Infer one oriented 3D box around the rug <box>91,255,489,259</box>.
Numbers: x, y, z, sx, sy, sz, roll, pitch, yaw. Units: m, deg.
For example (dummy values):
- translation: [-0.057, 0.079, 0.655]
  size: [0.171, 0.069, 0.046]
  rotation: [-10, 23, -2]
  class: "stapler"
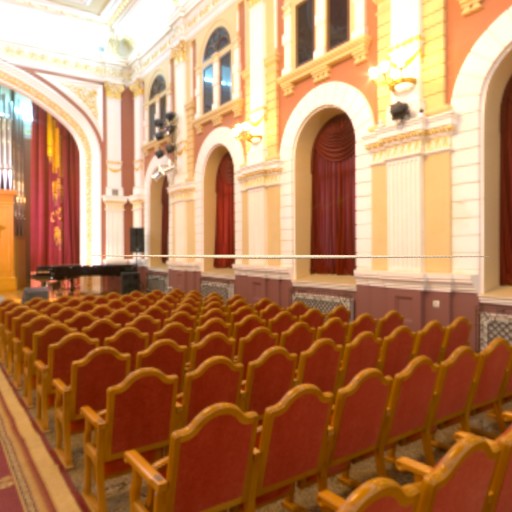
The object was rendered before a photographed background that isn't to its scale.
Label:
- translation: [0.000, 0.000, 2.931]
  size: [1.523, 0.006, 2.289]
  rotation: [0, 0, -35]
  class: "rug"
